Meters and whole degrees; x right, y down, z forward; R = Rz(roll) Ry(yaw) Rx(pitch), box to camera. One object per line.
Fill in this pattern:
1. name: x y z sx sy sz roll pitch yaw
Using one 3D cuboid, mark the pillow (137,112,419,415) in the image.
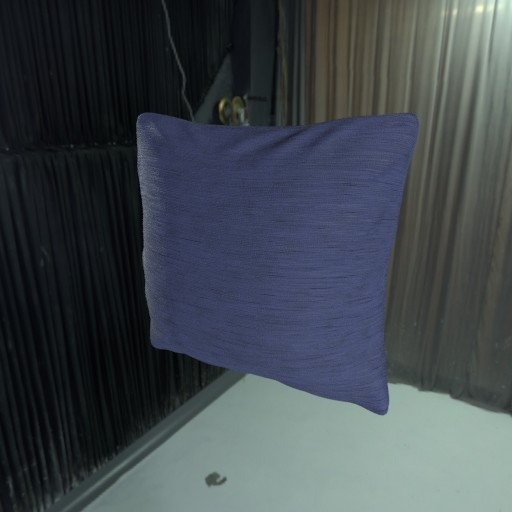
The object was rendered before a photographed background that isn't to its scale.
1. pillow: 0.000 0.000 0.671 0.432 0.414 0.246 9 20 27
